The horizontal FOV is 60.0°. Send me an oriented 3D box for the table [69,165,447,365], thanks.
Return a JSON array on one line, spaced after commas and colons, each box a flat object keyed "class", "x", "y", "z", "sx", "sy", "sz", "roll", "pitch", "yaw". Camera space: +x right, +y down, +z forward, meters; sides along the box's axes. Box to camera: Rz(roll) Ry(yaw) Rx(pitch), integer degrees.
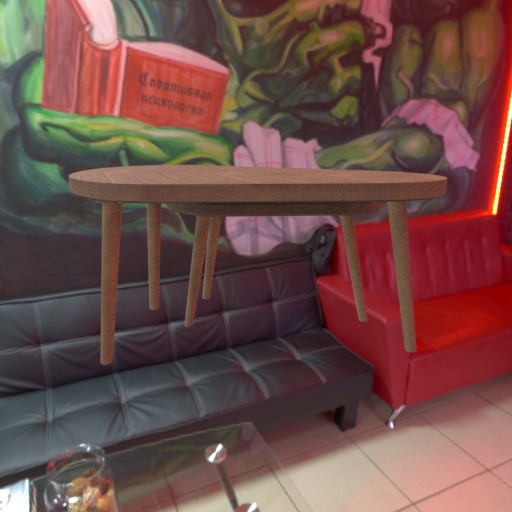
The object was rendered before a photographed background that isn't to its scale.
[{"class": "table", "x": 0.000, "y": 0.000, "z": 1.582, "sx": 1.190, "sy": 0.595, "sz": 0.701, "roll": 2, "pitch": 17, "yaw": 7}]
